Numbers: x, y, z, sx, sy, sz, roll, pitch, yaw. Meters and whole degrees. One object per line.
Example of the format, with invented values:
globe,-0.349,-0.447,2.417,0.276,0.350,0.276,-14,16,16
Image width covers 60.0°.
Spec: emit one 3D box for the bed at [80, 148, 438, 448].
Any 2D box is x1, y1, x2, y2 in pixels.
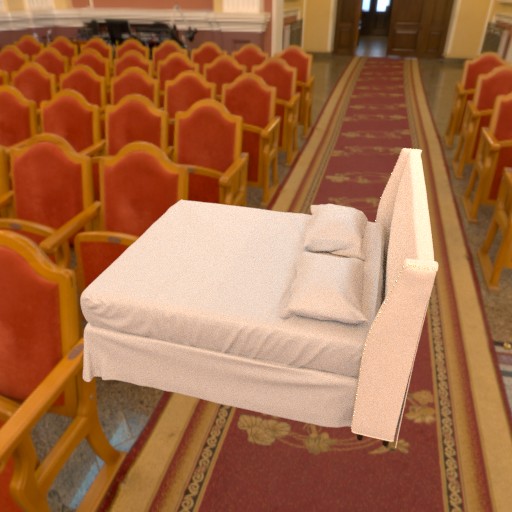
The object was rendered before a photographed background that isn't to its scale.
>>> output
bed,0.000,0.000,3.390,2.276,1.332,1.925,8,32,13
